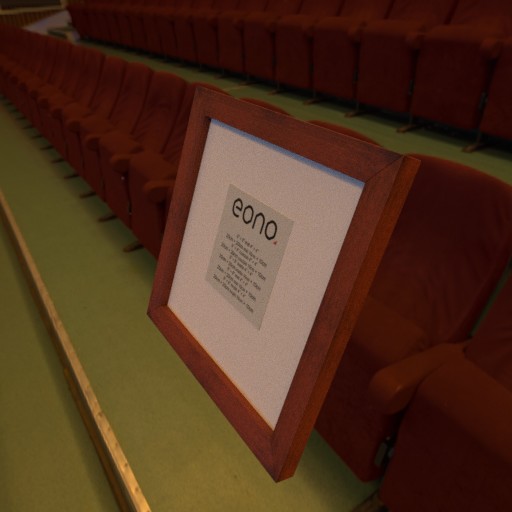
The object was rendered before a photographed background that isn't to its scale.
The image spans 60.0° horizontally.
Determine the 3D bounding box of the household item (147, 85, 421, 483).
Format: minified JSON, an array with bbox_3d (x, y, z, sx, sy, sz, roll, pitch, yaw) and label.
[{"bbox_3d":[0.000,0.000,0.383,0.131,0.240,0.240,-20,37,-29],"label":"household item"}]
